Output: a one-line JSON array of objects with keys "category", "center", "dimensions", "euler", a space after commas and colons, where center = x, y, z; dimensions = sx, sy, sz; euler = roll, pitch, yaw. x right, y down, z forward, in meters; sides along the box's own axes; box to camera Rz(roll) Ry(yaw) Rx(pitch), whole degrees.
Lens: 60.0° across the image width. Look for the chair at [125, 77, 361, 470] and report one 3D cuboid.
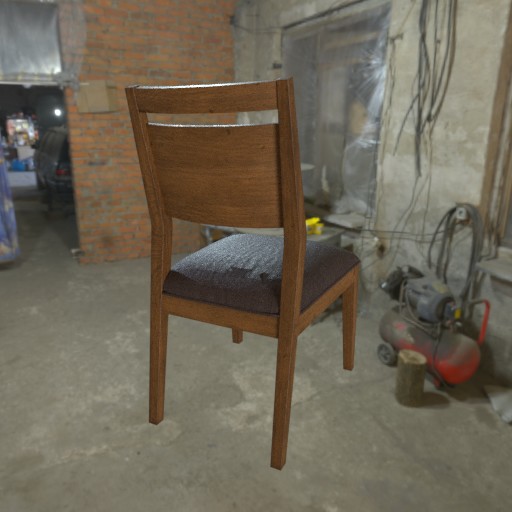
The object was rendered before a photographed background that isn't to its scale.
[{"category": "chair", "center": [0.000, 0.000, 1.335], "dimensions": [0.501, 0.939, 0.610], "euler": [8, 18, 26]}]
